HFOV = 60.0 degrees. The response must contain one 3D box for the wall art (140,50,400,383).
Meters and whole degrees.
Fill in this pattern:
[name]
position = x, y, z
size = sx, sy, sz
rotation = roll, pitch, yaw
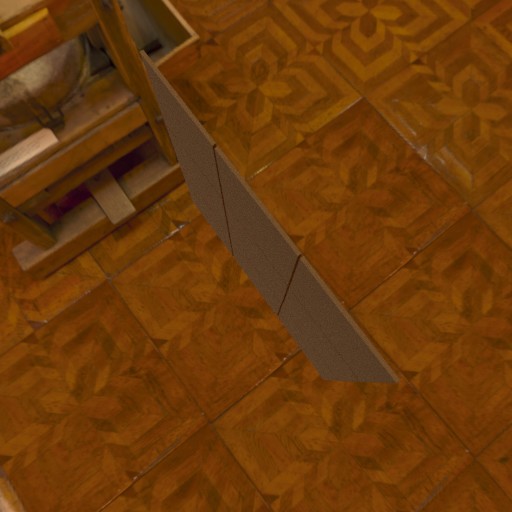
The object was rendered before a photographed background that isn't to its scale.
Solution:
[wall art]
position = 0.000, 0.000, 1.378
size = 0.010, 0.917, 0.919
rotation = -35, 77, -9
